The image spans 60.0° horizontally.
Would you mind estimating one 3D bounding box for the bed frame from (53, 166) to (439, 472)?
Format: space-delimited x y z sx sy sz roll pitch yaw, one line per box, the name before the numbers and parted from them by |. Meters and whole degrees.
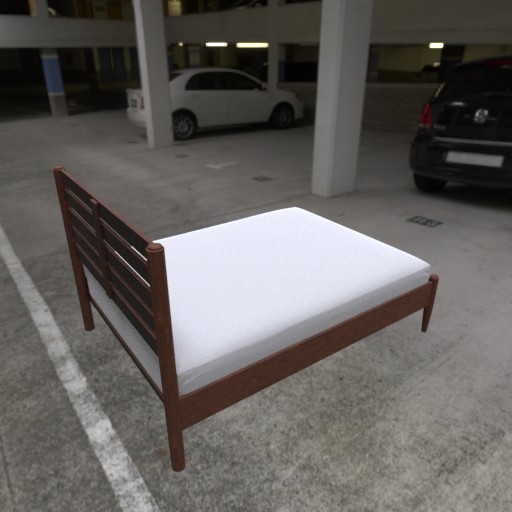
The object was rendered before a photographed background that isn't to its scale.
bed frame | 0.000 0.000 3.270 2.234 1.321 1.655 -17 31 -31
